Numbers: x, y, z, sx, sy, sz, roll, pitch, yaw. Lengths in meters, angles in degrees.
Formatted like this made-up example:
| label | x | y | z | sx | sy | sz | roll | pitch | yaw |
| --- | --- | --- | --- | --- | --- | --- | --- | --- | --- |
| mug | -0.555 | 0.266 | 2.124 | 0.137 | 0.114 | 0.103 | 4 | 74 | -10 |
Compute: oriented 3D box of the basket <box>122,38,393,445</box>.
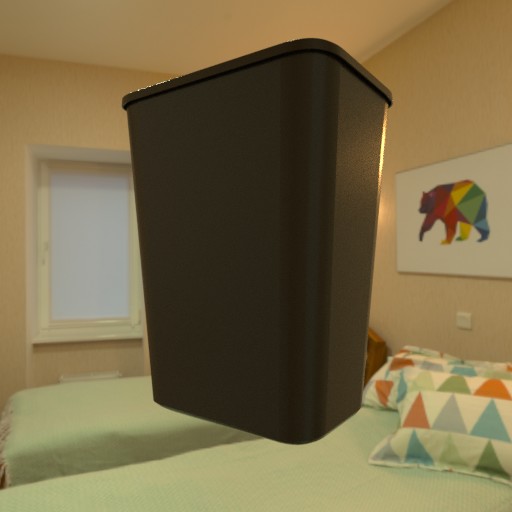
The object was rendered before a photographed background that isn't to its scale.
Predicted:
| label | x | y | z | sx | sy | sz | roll | pitch | yaw |
| --- | --- | --- | --- | --- | --- | --- | --- | --- | --- |
| basket | 0.000 | 0.000 | 0.739 | 0.394 | 0.521 | 0.287 | 0 | 0 | 36 |
